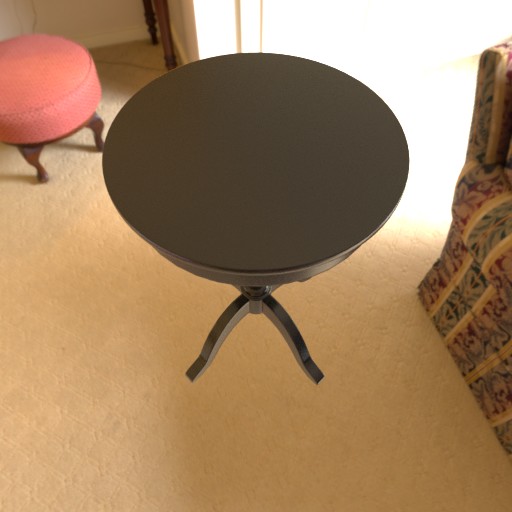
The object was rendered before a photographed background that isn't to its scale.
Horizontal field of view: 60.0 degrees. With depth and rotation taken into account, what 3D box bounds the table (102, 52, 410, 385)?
[{"bbox_3d":[0.000,0.000,0.973,0.481,0.665,0.481,0,57,0],"label":"table"}]
